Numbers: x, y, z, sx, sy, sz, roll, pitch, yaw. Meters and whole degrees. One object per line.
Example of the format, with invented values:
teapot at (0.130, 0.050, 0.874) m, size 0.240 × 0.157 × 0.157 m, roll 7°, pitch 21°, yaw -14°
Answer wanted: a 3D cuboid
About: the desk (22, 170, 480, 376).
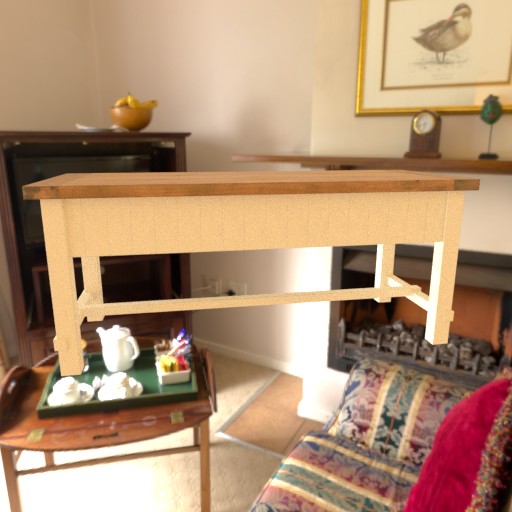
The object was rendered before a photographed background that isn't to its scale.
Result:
desk at (0.000, 0.000, 2.143) m, size 1.803 × 0.762 × 0.688 m, roll -3°, pitch 15°, yaw -10°
